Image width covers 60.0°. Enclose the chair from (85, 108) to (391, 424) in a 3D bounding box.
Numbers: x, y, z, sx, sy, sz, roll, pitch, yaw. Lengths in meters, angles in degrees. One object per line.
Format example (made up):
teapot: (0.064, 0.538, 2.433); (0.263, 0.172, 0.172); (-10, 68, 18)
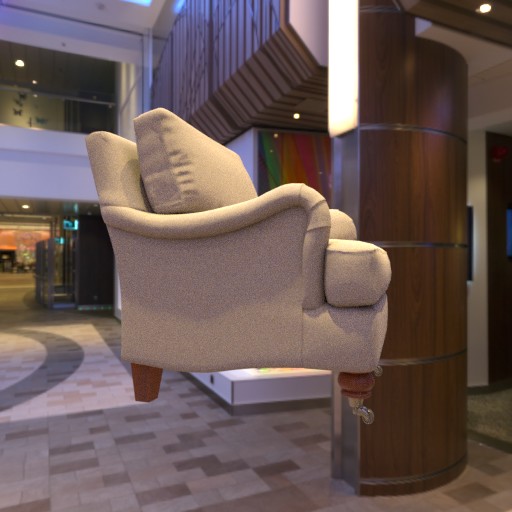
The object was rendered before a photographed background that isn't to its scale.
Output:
chair: (0.000, 0.000, 1.861); (1.078, 1.076, 0.895); (0, -1, 18)
